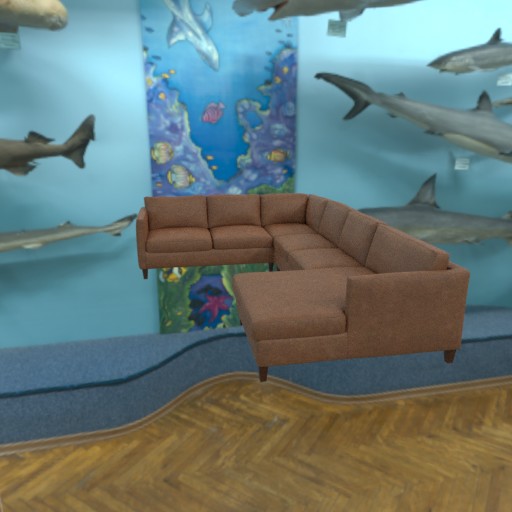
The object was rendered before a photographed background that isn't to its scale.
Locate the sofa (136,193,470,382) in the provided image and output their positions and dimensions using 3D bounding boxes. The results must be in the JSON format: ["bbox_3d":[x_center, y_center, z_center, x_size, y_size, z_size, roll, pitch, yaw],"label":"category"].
[{"bbox_3d":[0.000,0.000,4.665,2.593,0.923,3.460,-3,16,-10],"label":"sofa"}]
